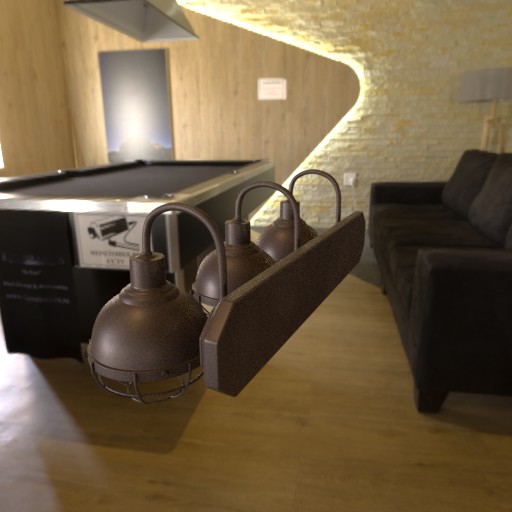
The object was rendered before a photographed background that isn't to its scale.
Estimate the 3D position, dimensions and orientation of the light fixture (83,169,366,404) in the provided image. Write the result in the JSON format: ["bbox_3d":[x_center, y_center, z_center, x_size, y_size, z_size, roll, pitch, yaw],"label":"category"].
[{"bbox_3d":[0.000,0.000,0.751,0.229,0.254,0.634,8,18,25],"label":"light fixture"}]
